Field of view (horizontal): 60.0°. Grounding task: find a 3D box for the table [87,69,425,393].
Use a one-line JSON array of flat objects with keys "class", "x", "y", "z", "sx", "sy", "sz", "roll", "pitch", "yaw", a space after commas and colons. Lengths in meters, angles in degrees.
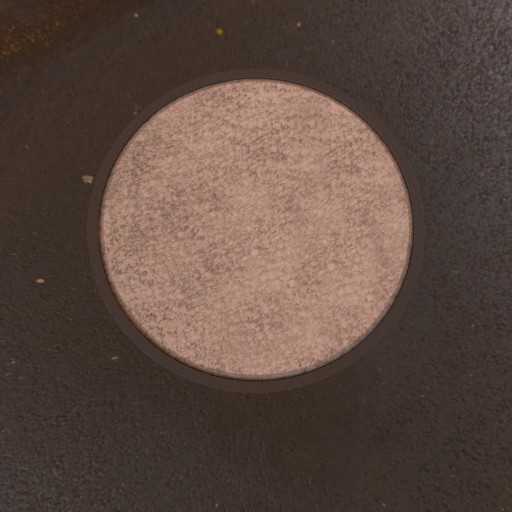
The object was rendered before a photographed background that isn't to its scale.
[{"class": "table", "x": 0.000, "y": 0.000, "z": 0.861, "sx": 0.470, "sy": 0.498, "sz": 0.470, "roll": 0, "pitch": 77, "yaw": 0}]
